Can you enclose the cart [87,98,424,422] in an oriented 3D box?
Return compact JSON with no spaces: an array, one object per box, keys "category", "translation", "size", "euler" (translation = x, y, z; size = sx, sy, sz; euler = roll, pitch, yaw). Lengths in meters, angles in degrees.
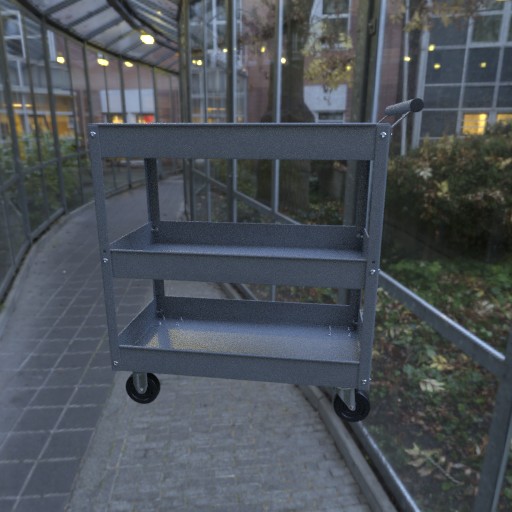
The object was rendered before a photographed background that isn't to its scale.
[{"category":"cart","translation":[0.000,0.000,1.198],"size":[0.719,0.780,0.366],"euler":[2,16,8]}]
